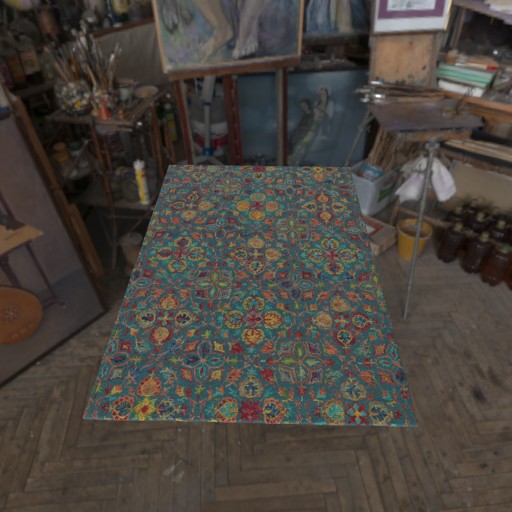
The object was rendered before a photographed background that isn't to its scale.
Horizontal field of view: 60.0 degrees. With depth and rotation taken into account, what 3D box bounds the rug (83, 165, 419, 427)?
[{"bbox_3d":[0.000,0.000,2.291,1.216,0.014,1.836,1,41,1],"label":"rug"}]
